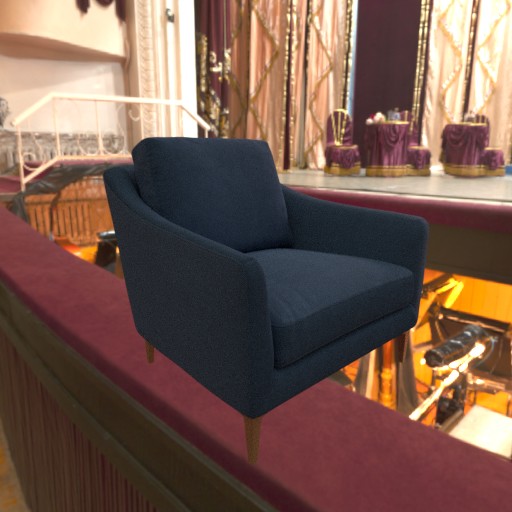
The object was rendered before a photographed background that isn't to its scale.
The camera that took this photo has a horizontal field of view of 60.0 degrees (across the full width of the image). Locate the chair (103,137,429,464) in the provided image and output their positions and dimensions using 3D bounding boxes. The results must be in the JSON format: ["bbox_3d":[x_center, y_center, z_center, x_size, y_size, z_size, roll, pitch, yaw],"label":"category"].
[{"bbox_3d":[0.000,0.000,1.723,0.987,0.899,0.961,-13,18,-43],"label":"chair"}]
